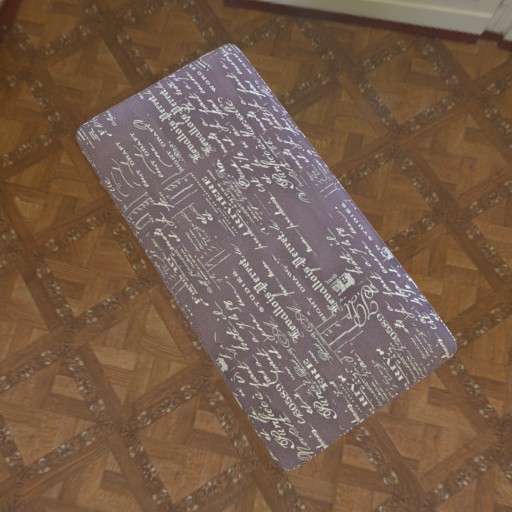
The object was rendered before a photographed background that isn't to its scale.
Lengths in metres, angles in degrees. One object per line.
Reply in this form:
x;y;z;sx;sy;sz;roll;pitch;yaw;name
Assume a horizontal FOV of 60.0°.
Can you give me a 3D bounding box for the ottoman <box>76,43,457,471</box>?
0.000;0.000;1.067;0.406;0.457;0.813;-33;79;-7;ottoman
